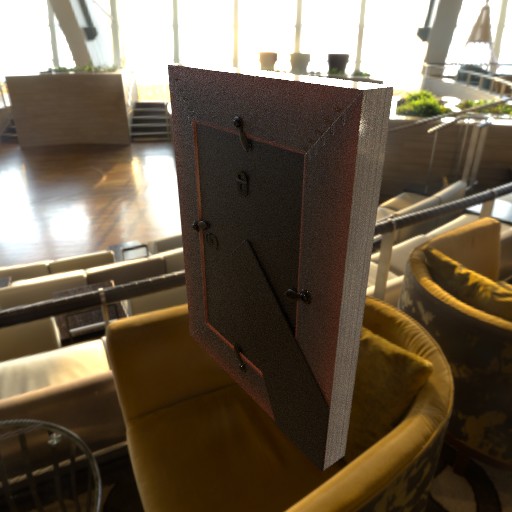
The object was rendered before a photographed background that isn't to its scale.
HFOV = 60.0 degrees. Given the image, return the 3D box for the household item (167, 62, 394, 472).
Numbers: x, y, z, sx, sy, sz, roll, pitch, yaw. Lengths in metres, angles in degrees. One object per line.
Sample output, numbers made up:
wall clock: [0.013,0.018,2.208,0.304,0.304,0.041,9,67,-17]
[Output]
household item: [0.000,0.000,0.281,0.025,0.216,0.165,-19,33,-32]
